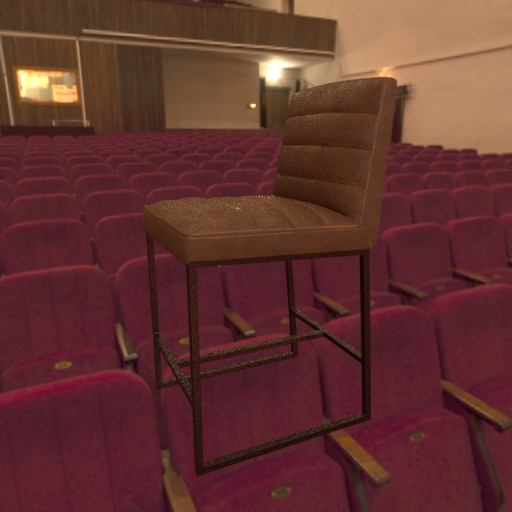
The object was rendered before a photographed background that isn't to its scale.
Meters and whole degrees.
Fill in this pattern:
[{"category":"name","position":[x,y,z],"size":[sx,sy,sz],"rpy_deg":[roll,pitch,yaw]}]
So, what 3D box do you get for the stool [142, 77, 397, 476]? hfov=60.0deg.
[{"category":"stool","position":[0.000,0.000,1.250],"size":[0.562,0.942,0.463],"rpy_deg":[-7,17,-24]}]
